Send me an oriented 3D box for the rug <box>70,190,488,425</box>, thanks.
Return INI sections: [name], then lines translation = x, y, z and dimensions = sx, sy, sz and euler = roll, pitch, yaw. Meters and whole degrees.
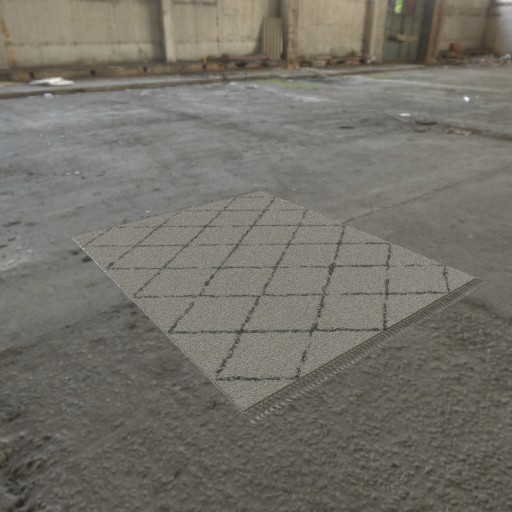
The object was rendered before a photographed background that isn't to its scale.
[rug]
translation = 0.000, 0.000, 3.992
dimensions = 2.380, 0.013, 3.051
euler = -19, 32, -33
